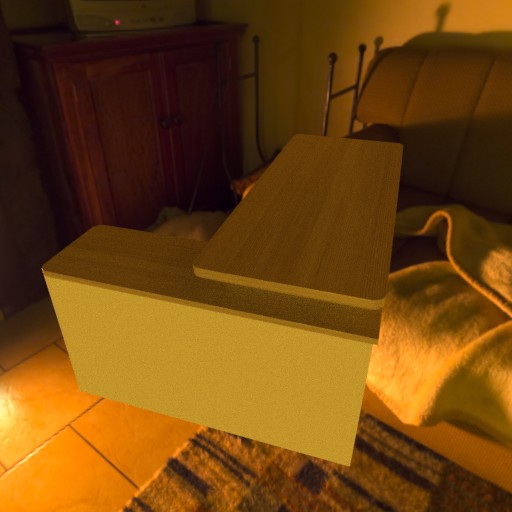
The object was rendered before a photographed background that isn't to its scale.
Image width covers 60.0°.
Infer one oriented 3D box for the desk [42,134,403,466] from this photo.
[{"bbox_3d":[0.000,0.000,2.108,1.175,0.770,1.400,10,34,15],"label":"desk"}]
